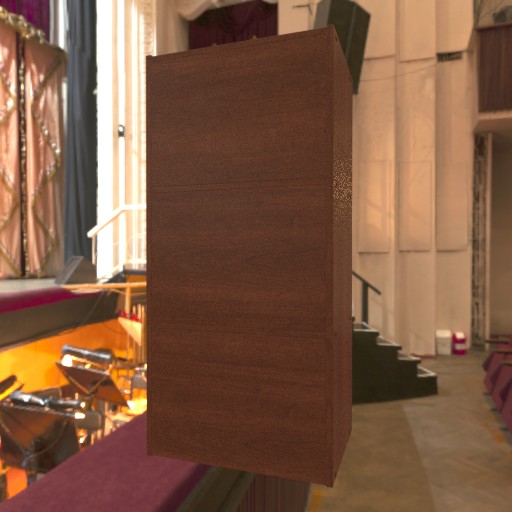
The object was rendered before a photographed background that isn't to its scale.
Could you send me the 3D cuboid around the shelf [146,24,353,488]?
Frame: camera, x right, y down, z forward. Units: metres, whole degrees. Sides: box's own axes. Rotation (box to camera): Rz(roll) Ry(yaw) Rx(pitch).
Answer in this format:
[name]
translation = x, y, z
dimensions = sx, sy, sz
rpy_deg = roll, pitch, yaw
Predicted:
[shelf]
translation = 0.000, 0.000, 1.044
dimensions = 0.414, 0.879, 0.290
rpy_deg = 0, 1, 19
